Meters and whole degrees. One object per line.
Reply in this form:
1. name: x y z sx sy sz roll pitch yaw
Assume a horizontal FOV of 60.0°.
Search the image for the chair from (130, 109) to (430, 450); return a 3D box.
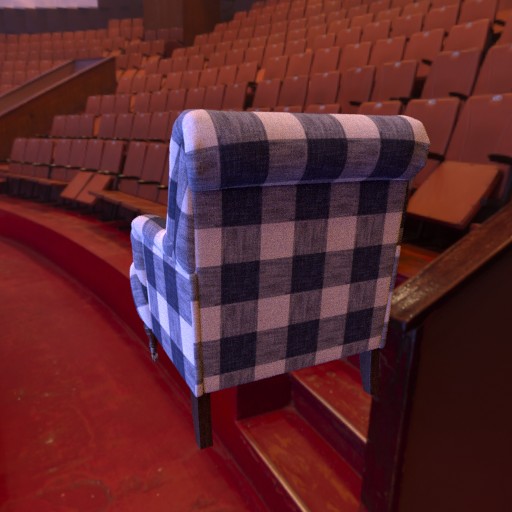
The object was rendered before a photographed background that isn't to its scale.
1. chair: 0.000 0.000 1.599 0.781 0.953 0.848 -7 16 -26
